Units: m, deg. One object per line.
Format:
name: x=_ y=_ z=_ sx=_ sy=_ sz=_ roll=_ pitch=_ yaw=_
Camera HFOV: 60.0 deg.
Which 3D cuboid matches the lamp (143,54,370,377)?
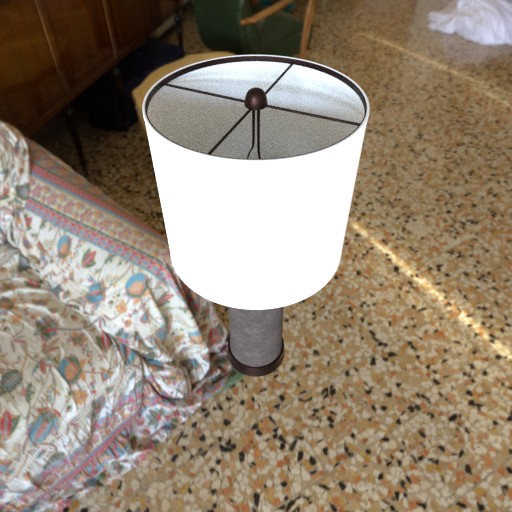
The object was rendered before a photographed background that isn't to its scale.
lamp: x=0.000 y=0.000 z=0.810 sx=0.301 sy=0.630 sz=0.301 roll=-16 pitch=47 yaw=-15
